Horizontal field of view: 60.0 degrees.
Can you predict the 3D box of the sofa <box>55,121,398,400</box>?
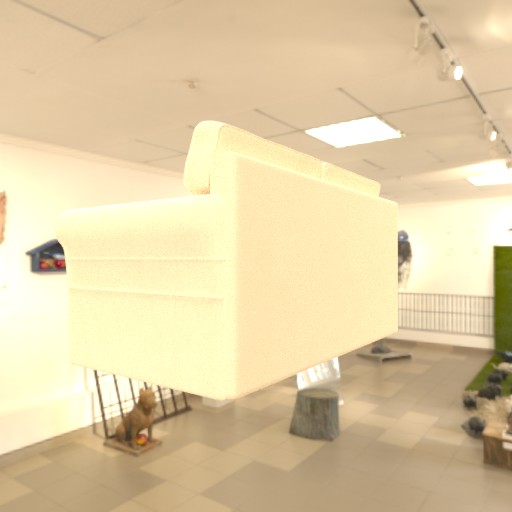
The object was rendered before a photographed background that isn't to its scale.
[{"bbox_3d":[0.000,0.000,2.347,0.991,0.940,1.727,0,0,36],"label":"sofa"}]
